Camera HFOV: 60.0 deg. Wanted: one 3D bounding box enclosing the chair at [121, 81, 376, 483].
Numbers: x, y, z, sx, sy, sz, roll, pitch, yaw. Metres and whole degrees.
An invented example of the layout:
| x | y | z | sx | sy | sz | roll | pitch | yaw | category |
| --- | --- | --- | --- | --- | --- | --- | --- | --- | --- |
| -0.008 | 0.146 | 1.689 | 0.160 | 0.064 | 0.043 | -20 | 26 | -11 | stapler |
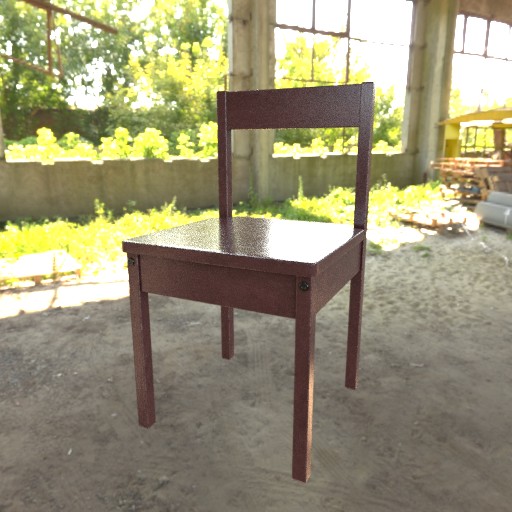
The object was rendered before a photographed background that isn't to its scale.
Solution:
| x | y | z | sx | sy | sz | roll | pitch | yaw | category |
| --- | --- | --- | --- | --- | --- | --- | --- | --- | --- |
| 0.000 | 0.000 | 0.879 | 0.367 | 0.668 | 0.361 | 7 | 15 | 26 | chair |
